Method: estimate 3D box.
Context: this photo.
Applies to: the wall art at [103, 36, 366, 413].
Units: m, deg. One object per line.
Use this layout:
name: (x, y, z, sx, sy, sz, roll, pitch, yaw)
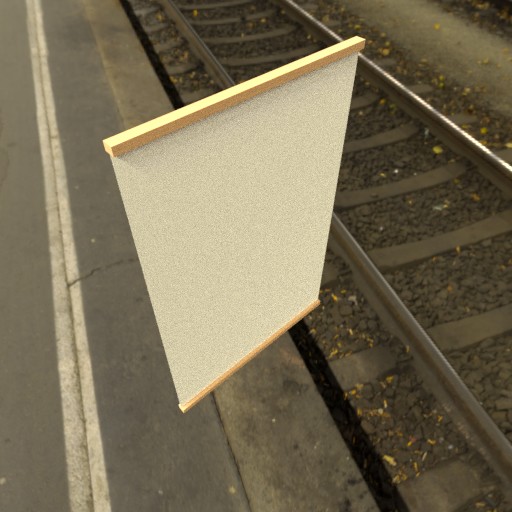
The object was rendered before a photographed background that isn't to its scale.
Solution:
wall art: (0.000, 0.000, 1.261, 0.669, 1.020, 0.027, -34, 55, -28)
